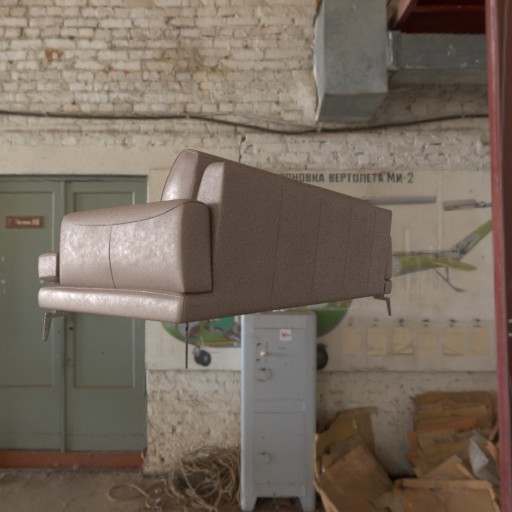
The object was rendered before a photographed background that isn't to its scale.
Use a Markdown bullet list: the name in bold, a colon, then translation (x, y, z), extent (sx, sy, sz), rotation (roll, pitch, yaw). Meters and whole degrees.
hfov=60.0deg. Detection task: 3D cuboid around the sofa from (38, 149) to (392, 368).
- **sofa**: translation (0.000, 0.000, 2.426), extent (0.974, 0.765, 1.940), rotation (-1, -2, 36)
